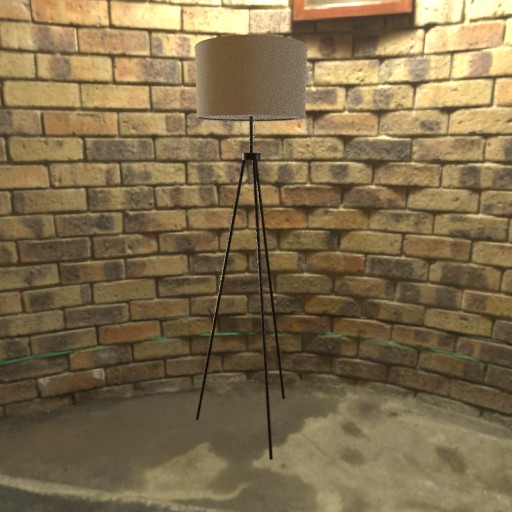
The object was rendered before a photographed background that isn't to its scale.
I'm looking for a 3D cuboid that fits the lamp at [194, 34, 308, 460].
[{"bbox_3d":[0.000,0.000,1.777,0.448,1.545,0.458,-7,16,-26],"label":"lamp"}]
